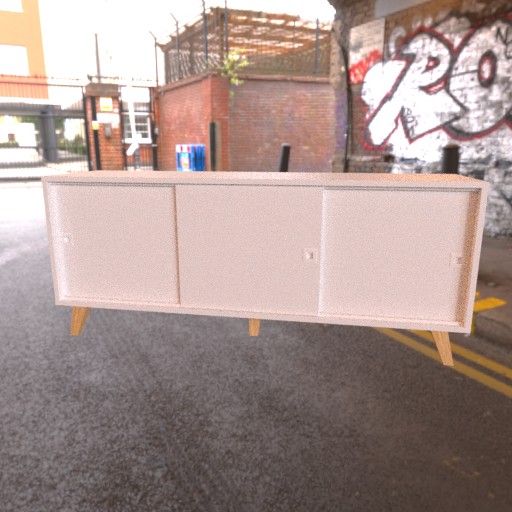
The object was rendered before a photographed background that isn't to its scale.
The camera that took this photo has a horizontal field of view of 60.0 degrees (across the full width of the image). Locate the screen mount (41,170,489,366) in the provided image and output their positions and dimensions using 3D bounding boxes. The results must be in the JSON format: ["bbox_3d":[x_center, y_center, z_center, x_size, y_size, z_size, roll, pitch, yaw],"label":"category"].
[{"bbox_3d":[0.000,0.000,1.720,1.490,0.619,0.400,2,14,10],"label":"screen mount"}]
